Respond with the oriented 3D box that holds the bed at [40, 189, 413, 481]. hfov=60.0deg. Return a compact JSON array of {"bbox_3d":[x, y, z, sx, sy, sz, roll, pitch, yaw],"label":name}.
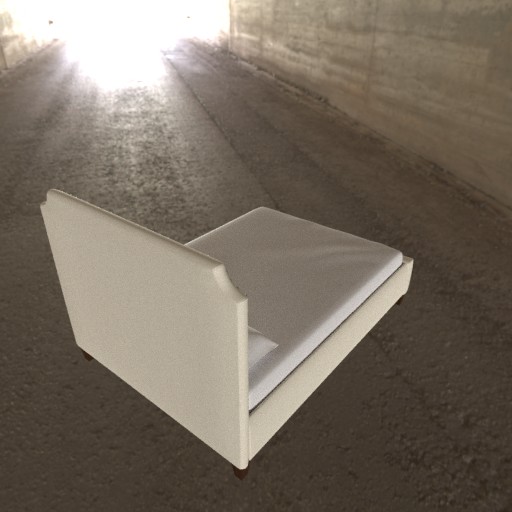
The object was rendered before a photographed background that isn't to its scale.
[{"bbox_3d":[0.000,0.000,3.441,1.712,1.443,2.372,22,37,33],"label":"bed"}]
